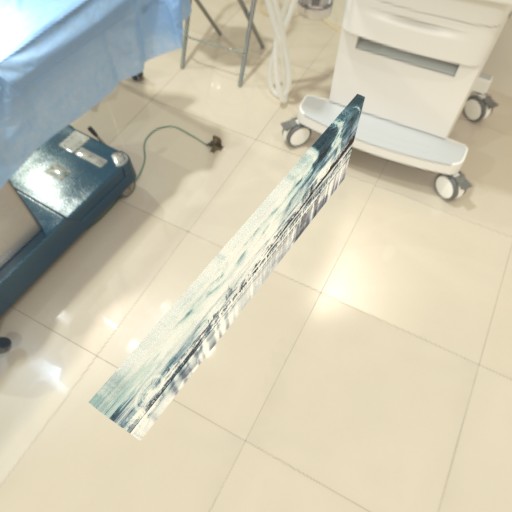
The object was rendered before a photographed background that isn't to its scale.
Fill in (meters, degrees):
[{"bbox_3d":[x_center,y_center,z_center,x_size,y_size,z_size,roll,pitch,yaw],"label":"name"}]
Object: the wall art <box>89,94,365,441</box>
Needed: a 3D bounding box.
[{"bbox_3d":[0.000,0.000,1.728,0.037,0.509,1.524,31,64,17],"label":"wall art"}]
